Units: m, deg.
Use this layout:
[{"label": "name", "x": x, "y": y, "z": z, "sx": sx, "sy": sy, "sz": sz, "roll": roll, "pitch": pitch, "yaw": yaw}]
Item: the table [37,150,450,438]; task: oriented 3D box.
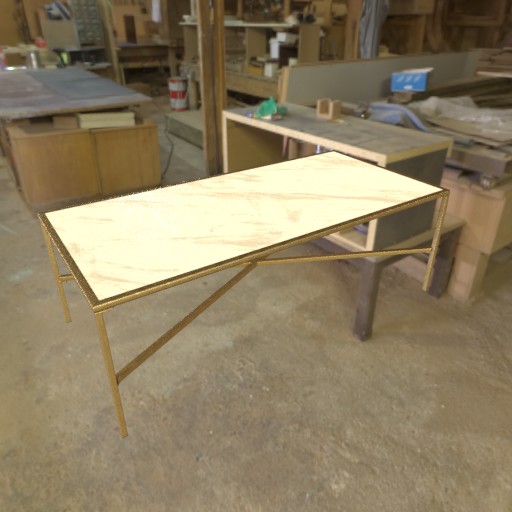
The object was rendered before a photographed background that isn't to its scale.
[{"label": "table", "x": 0.000, "y": 0.000, "z": 1.511, "sx": 1.197, "sy": 0.405, "sz": 0.577, "roll": -18, "pitch": 34, "yaw": -29}]
